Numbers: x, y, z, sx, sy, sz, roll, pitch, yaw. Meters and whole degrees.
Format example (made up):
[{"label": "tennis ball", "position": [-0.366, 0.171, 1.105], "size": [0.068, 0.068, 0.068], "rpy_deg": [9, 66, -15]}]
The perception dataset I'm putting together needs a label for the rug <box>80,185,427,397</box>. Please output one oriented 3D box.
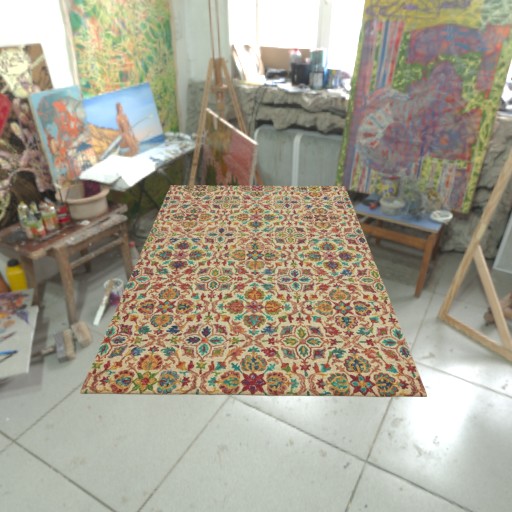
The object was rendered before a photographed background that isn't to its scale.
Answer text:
[{"label": "rug", "position": [0.000, 0.000, 2.335], "size": [1.226, 0.013, 1.838], "rpy_deg": [0, 32, 1]}]
